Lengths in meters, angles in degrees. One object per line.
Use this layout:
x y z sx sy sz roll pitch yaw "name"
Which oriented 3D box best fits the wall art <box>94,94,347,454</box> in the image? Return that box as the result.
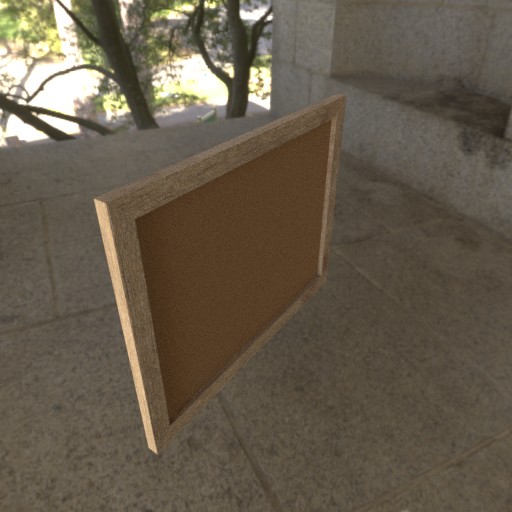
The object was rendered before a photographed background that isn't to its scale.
0.000 0.000 0.947 0.026 0.535 0.690 21 39 29 "wall art"
